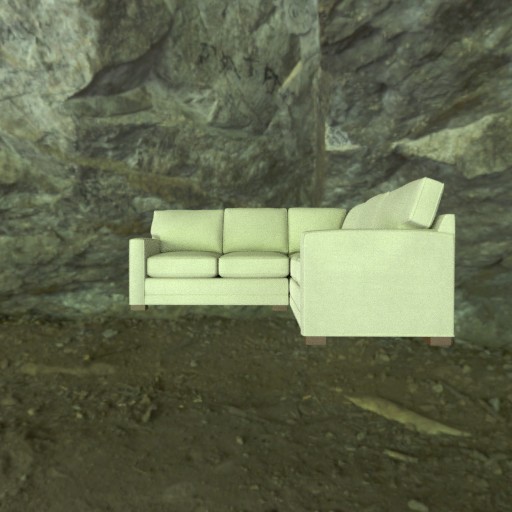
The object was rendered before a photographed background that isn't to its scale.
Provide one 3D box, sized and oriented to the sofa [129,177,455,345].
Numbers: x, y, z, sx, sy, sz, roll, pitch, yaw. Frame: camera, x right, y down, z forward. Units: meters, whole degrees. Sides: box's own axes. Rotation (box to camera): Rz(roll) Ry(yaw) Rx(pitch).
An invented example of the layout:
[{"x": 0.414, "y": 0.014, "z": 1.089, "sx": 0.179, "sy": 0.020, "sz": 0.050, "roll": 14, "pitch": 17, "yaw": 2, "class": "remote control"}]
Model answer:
[{"x": 0.000, "y": 0.000, "z": 3.469, "sx": 2.182, "sy": 0.939, "sz": 2.189, "roll": 0, "pitch": 1, "yaw": 1, "class": "sofa"}]
